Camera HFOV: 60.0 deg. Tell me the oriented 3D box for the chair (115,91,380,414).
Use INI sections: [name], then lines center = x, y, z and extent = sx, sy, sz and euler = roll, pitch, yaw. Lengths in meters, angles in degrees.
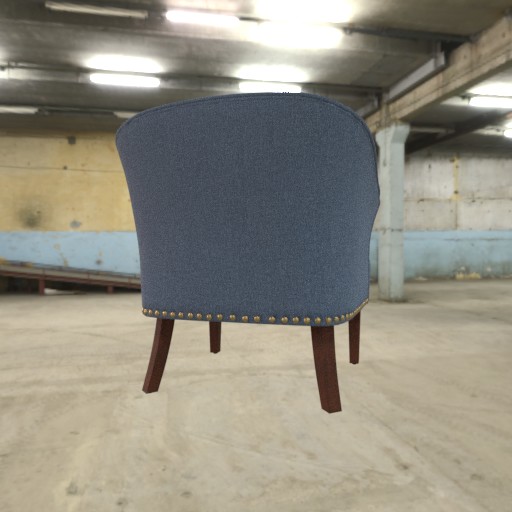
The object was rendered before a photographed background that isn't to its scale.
[chair]
center = 0.000, 0.000, 1.441
extent = 0.772, 0.815, 0.704
euler = 0, 1, 17
